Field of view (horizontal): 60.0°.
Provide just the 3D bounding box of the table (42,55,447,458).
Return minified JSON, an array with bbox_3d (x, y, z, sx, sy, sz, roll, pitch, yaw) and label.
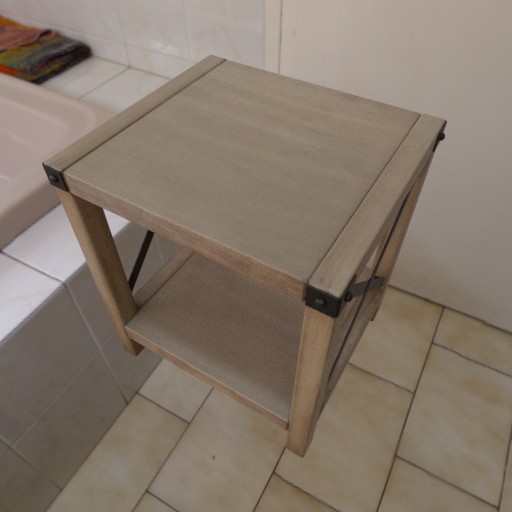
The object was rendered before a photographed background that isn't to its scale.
[{"bbox_3d":[0.000,0.000,0.921,0.510,0.561,0.459,24,52,20],"label":"table"}]
